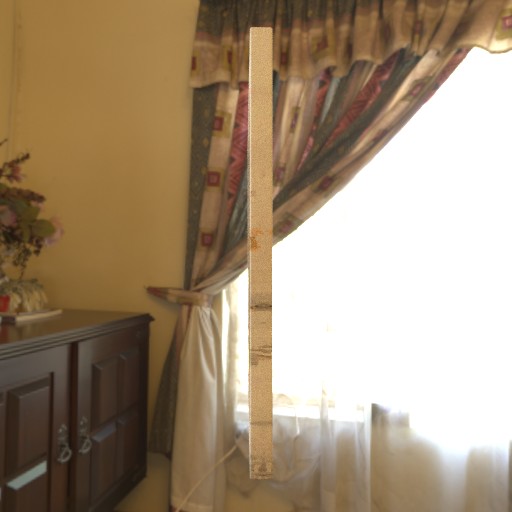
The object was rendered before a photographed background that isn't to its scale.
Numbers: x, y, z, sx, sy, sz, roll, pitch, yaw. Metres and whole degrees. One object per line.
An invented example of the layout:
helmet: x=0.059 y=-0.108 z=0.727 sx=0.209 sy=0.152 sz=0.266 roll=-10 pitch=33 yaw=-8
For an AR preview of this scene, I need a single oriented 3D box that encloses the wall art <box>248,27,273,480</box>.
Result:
wall art: x=0.000 y=0.000 z=1.115 sx=0.038 sy=0.755 sz=0.753 roll=0 pitch=-1 yaw=-1
